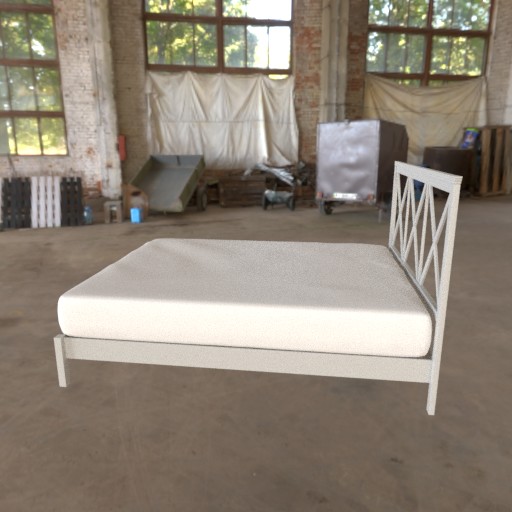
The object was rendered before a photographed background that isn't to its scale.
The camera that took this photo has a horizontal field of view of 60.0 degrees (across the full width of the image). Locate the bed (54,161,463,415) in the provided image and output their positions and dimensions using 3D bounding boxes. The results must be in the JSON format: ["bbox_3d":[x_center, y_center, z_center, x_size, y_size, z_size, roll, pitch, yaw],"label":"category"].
[{"bbox_3d":[0.000,0.000,3.124,2.135,1.253,1.673,2,15,7],"label":"bed"}]
